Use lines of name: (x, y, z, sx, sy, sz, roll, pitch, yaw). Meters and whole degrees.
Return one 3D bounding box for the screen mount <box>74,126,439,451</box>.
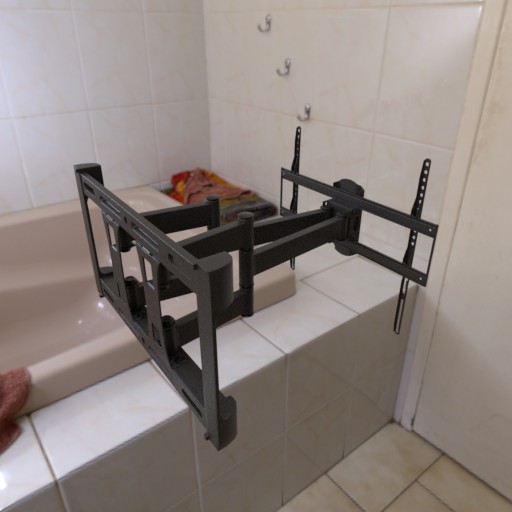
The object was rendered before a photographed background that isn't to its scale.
screen mount: (0.000, 0.000, 0.957, 0.556, 0.424, 0.571, -18, 33, -31)
